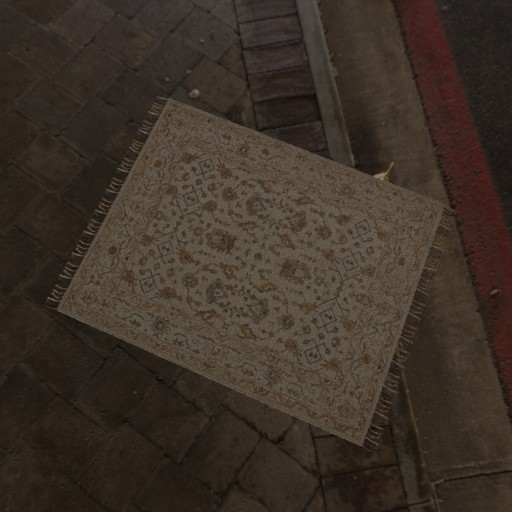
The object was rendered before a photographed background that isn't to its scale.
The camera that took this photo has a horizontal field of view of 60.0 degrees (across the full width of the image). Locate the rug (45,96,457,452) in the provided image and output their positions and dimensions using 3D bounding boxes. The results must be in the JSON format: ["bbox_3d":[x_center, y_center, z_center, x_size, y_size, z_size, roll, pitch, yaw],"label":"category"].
[{"bbox_3d":[0.000,0.000,2.236,1.726,0.009,1.278,22,77,5],"label":"rug"}]
